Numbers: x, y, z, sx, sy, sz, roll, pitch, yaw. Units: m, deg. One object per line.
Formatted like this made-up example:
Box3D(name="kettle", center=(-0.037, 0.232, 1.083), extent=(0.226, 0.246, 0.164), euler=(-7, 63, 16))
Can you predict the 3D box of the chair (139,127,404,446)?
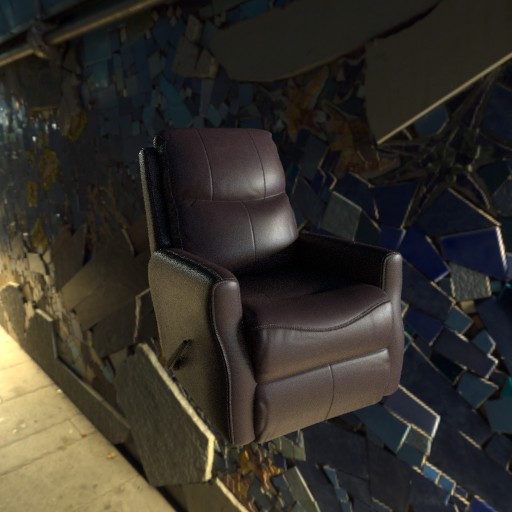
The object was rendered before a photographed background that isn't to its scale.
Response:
Box3D(name="chair", center=(0.000, 0.000, 1.831), extent=(0.829, 1.030, 1.080), euler=(-8, 17, -26))
